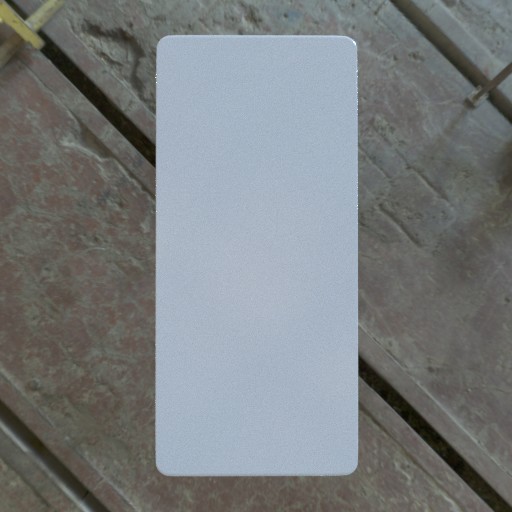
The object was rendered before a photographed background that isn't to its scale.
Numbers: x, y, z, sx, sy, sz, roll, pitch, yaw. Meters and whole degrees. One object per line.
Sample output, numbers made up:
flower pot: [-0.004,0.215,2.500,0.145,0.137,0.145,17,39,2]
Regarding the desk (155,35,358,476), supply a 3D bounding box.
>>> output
desk: [0.000,0.000,1.586,0.550,0.760,1.200,0,89,0]
